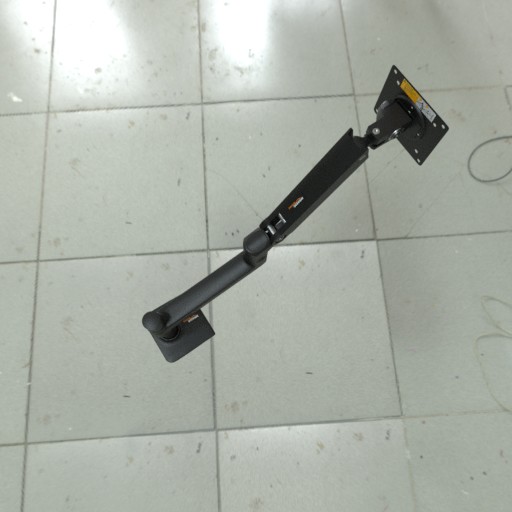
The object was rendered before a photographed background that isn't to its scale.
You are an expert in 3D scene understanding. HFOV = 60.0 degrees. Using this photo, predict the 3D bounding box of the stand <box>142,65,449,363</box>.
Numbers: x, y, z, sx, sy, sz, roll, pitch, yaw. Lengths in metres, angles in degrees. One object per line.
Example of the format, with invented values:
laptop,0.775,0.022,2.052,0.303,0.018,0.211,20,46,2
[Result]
stand,0.000,0.000,1.027,0.650,0.713,0.152,-32,77,-8
